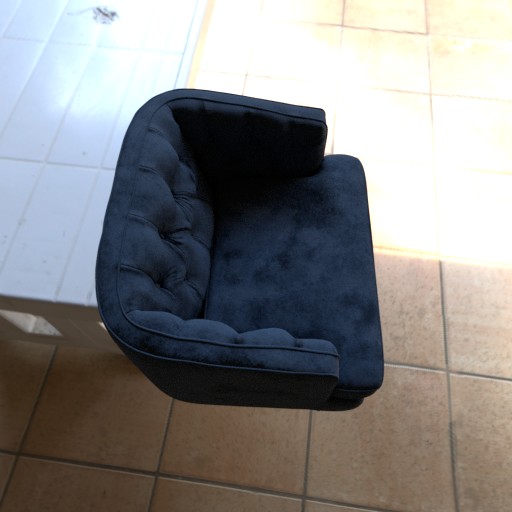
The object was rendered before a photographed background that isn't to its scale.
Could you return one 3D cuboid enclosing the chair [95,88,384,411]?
[{"bbox_3d":[0.000,0.000,1.770,0.940,0.852,1.094,2,62,1],"label":"chair"}]
